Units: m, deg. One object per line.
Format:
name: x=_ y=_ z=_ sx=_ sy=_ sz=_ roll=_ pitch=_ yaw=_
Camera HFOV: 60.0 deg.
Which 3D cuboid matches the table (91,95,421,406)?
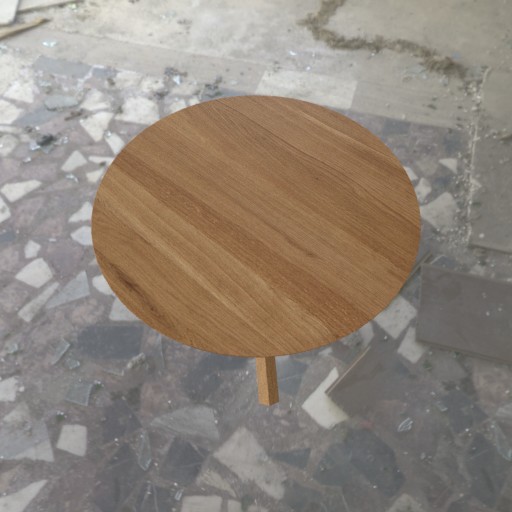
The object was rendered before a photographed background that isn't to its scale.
table: x=0.000 y=0.000 z=1.701 sx=1.038 sy=0.666 sz=1.038 roll=0 pitch=58 yaw=0
